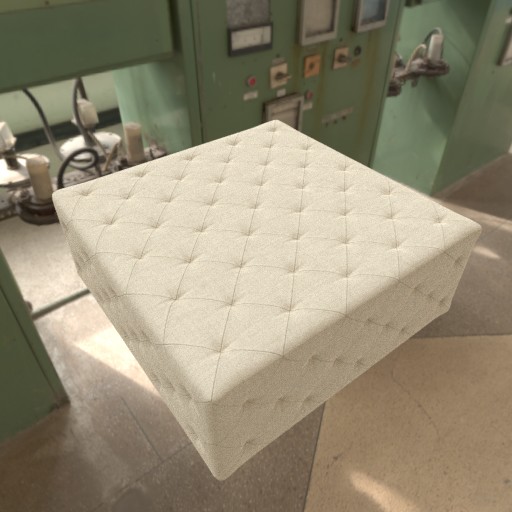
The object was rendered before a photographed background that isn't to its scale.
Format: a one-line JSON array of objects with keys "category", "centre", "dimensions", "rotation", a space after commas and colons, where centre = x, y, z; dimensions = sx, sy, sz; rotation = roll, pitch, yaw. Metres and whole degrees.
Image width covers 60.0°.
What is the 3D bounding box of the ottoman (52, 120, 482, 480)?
[{"category": "ottoman", "centre": [0.000, 0.000, 1.587], "dimensions": [1.028, 0.439, 1.028], "rotation": [-26, 47, -28]}]
